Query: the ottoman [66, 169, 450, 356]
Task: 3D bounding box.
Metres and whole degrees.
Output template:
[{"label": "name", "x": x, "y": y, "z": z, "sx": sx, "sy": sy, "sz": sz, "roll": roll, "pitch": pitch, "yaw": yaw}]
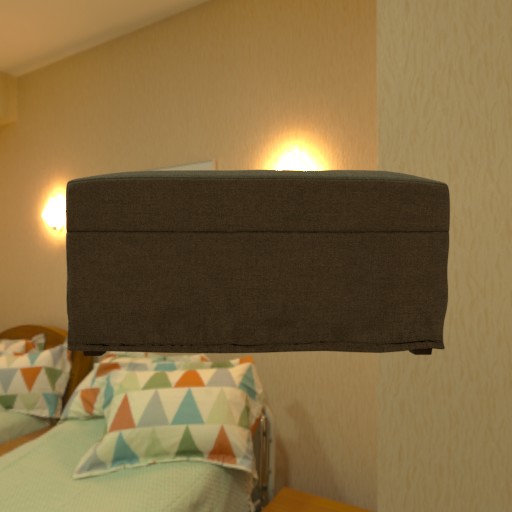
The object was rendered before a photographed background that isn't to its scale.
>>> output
[{"label": "ottoman", "x": 0.000, "y": 0.000, "z": 1.341, "sx": 0.840, "sy": 0.436, "sz": 0.843, "roll": 0, "pitch": 0, "yaw": -1}]
